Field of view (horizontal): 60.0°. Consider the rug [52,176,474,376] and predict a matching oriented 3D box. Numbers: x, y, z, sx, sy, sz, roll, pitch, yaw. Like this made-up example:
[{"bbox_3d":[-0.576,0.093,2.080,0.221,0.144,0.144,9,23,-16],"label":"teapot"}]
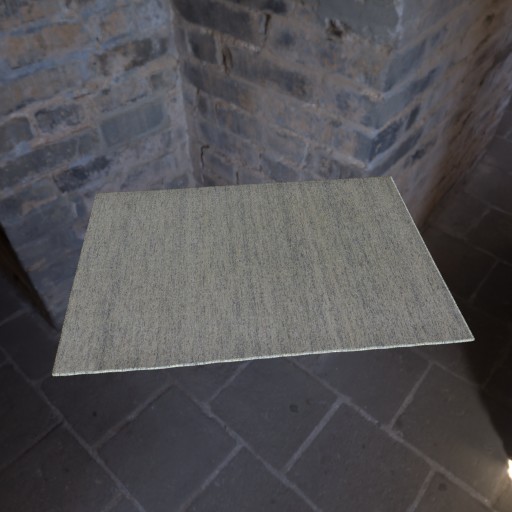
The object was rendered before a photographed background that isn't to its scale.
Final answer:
[{"bbox_3d":[0.000,0.000,2.870,2.263,0.017,1.523,-4,46,-4],"label":"rug"}]
